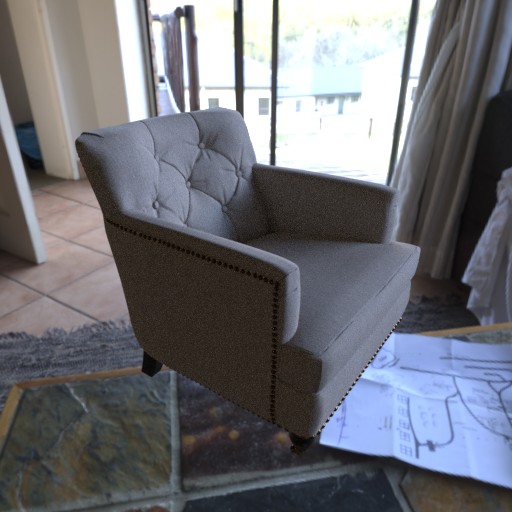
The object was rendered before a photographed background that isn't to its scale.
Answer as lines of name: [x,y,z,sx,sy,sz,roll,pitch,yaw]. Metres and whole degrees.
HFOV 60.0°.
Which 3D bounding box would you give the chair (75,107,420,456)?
chair: [0.000,0.000,1.467,0.902,0.823,0.737,18,31,31]
